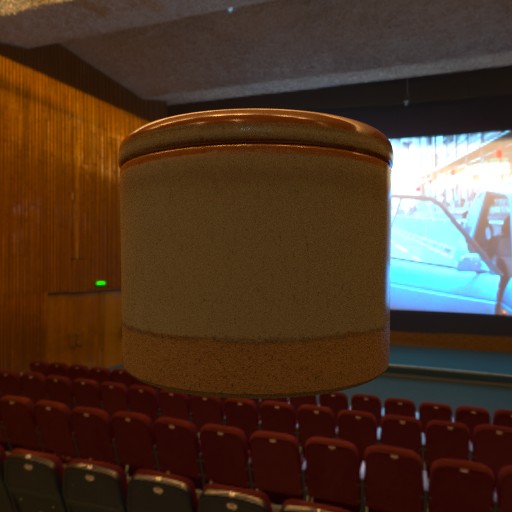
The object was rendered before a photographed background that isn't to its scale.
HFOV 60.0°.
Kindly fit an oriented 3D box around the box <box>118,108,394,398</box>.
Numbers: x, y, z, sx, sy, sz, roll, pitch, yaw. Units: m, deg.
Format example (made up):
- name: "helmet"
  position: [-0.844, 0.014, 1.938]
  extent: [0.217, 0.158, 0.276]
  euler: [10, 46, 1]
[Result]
- name: "box"
  position: [0.000, 0.000, 0.207]
  extent: [0.123, 0.100, 0.123]
  euler: [0, 0, 0]
